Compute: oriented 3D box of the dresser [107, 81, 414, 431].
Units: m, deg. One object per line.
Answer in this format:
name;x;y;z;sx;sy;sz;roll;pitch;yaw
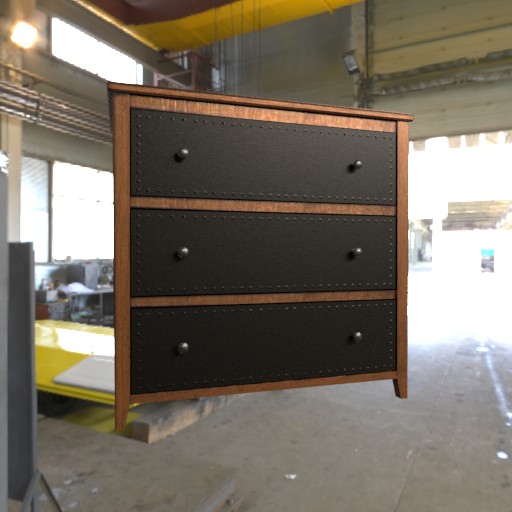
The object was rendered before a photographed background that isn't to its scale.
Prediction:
dresser;0.000;0.000;1.986;1.250;1.224;0.591;0;0;-17
